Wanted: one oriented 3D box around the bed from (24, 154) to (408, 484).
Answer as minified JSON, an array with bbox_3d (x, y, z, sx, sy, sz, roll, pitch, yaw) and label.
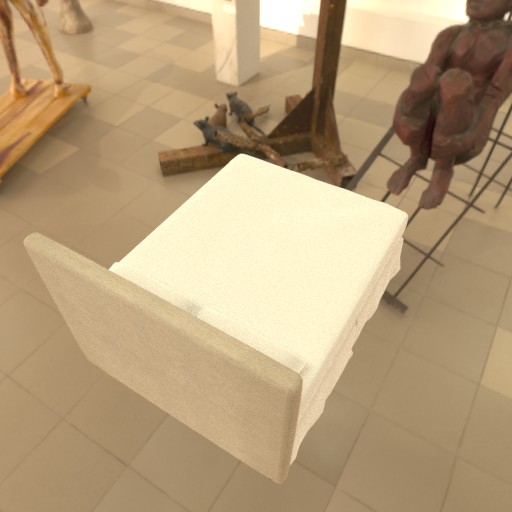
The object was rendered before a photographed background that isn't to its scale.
[{"bbox_3d":[0.000,0.000,3.142,1.713,1.330,2.162,24,52,21],"label":"bed"}]
